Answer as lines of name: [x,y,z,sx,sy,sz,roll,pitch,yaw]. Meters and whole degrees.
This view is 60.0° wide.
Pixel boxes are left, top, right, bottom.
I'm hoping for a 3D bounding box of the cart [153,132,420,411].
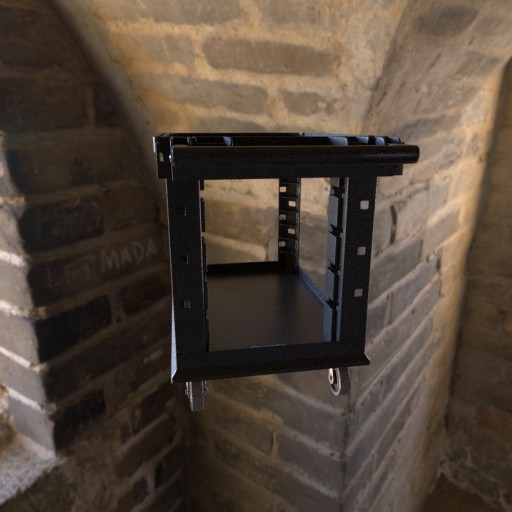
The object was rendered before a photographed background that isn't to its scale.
cart: [0.000,0.000,1.673,0.674,0.884,1.239,-3,16,-10]
